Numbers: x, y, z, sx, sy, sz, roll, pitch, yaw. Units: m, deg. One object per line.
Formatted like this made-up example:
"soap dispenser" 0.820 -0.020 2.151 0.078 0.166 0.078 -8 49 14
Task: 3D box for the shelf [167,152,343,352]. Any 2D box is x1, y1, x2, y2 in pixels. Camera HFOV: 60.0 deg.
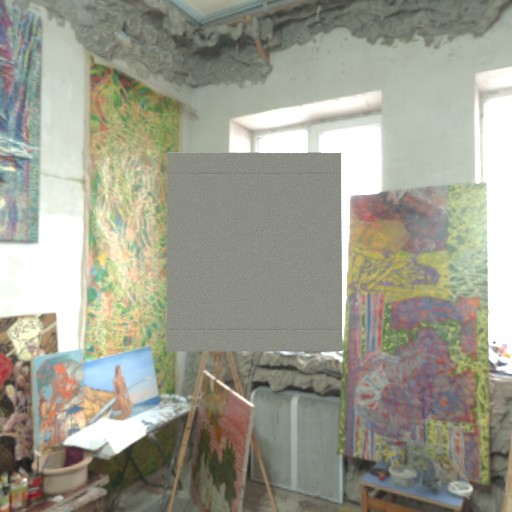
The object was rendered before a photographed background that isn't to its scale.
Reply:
"shelf" 0.000 0.000 0.683 0.150 0.170 0.610 0 -1 0
